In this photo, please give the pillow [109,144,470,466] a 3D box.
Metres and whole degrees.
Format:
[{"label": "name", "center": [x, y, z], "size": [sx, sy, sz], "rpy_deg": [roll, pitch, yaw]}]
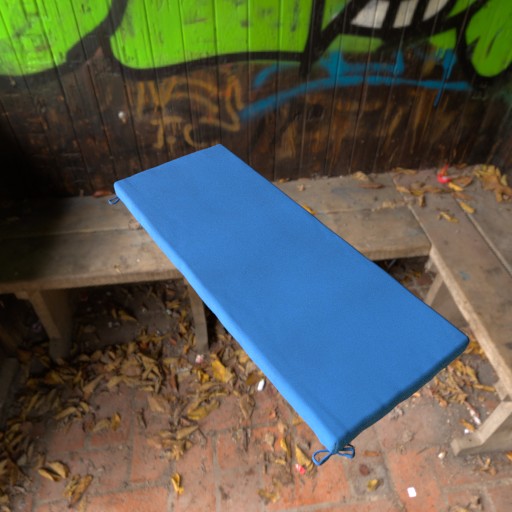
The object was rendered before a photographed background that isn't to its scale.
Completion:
[{"label": "pillow", "center": [0.000, 0.000, 1.334], "size": [0.492, 0.081, 1.187], "rpy_deg": [-27, 50, -25]}]
